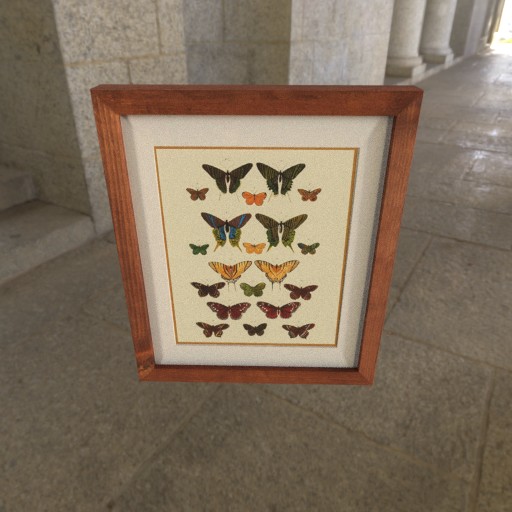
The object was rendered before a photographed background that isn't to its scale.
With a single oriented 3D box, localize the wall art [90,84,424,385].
[{"bbox_3d":[0.000,0.000,0.625,0.377,0.449,0.039,1,29,1],"label":"wall art"}]
